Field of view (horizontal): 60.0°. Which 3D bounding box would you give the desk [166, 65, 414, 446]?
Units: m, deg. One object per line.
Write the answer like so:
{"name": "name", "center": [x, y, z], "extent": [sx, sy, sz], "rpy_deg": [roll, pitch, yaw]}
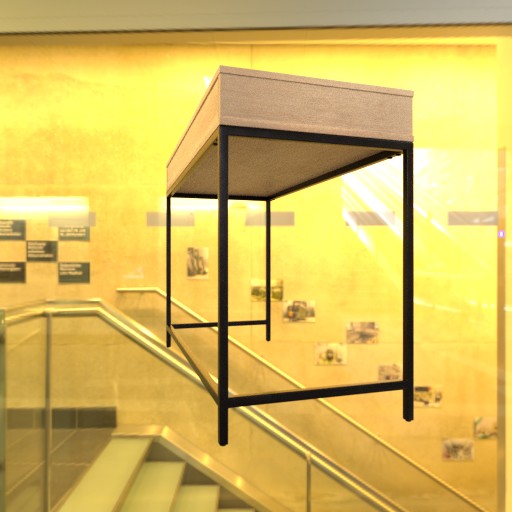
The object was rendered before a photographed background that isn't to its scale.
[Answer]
{"name": "desk", "center": [0.000, 0.000, 1.437], "extent": [0.470, 0.762, 1.016], "rpy_deg": [0, 0, -17]}
